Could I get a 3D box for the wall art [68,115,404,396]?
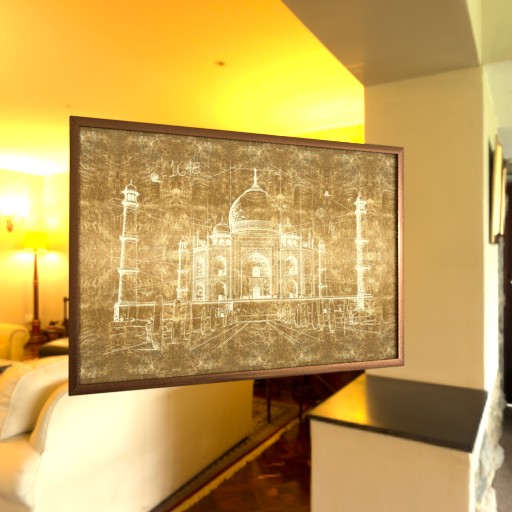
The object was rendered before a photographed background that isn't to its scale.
[{"bbox_3d":[0.000,0.000,0.553,0.431,0.304,0.012,0,0,-19],"label":"wall art"}]
